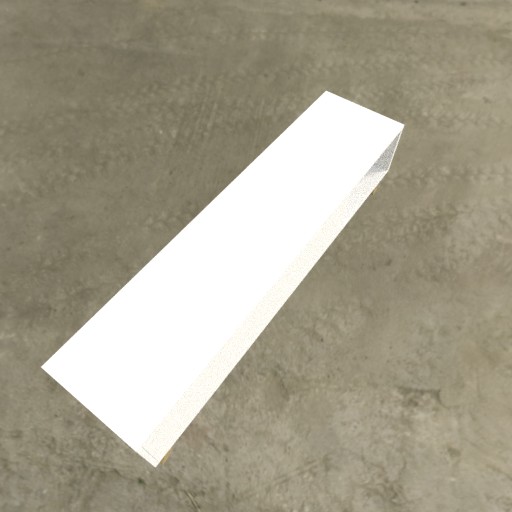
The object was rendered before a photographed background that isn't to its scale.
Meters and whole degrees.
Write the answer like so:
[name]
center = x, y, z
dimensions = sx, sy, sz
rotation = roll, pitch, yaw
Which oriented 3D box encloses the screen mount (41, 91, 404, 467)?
[screen mount]
center = 0.000, 0.000, 1.815
dimensions = 0.399, 0.432, 1.644
rotation = 32, 62, 19
